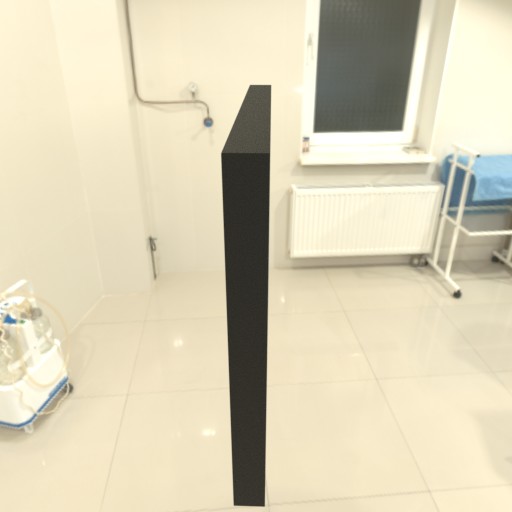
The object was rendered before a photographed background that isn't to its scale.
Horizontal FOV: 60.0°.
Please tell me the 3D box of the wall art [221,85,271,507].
[{"bbox_3d":[0.000,0.000,0.508,0.029,0.330,0.381,1,27,2],"label":"wall art"}]
